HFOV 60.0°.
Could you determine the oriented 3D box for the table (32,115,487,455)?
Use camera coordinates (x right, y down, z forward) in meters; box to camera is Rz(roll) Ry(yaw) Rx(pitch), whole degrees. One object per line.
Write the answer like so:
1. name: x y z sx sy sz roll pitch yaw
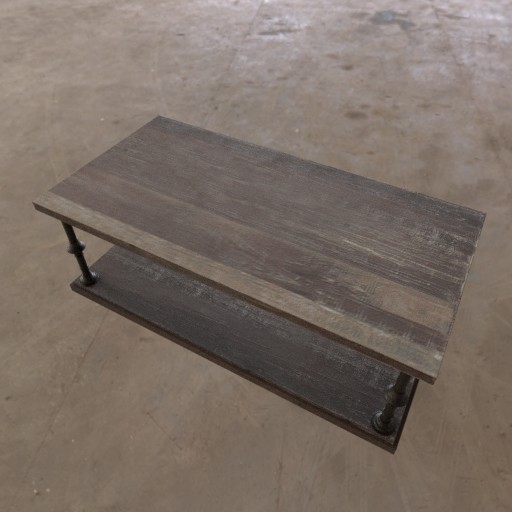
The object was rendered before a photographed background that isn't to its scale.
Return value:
1. table: 0.000 0.000 1.321 1.088 0.373 0.554 22 49 20
